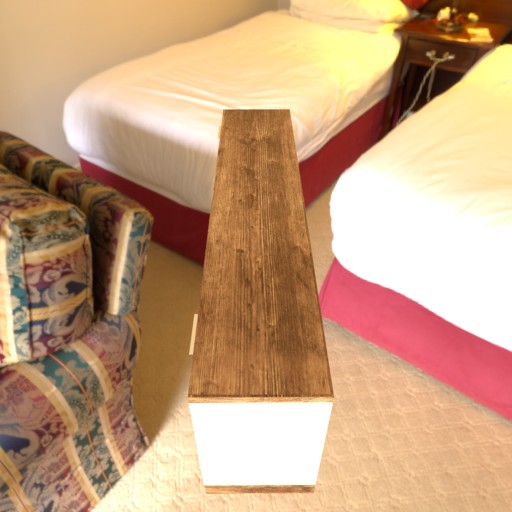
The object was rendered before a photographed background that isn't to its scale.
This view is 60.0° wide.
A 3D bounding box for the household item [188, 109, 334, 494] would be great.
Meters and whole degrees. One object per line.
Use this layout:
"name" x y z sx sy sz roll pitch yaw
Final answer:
"household item" 0.000 0.000 2.011 0.390 0.615 1.800 0 41 0
